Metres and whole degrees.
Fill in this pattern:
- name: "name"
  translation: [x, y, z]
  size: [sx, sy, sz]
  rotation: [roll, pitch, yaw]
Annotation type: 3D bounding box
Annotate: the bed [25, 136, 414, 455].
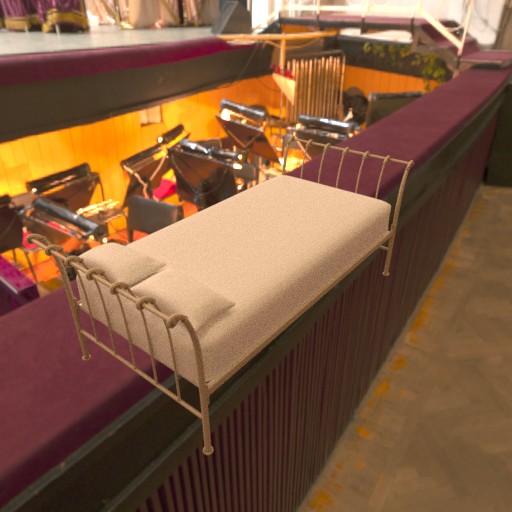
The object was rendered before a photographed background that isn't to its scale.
- name: "bed"
  translation: [0.000, 0.000, 2.771]
  size: [1.032, 0.873, 2.228]
  rotation: [22, 37, 33]
